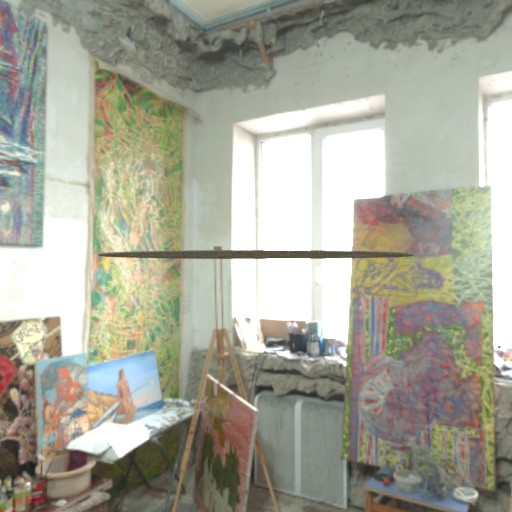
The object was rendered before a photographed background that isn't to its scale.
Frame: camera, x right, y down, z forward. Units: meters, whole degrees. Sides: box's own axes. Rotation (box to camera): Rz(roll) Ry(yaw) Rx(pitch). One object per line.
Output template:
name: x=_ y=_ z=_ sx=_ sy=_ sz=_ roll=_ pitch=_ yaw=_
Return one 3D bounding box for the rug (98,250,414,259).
rug: x=0.000 y=0.000 z=3.545 sx=2.382 sy=0.014 sz=2.382 roll=0 pitch=-1 yaw=0
